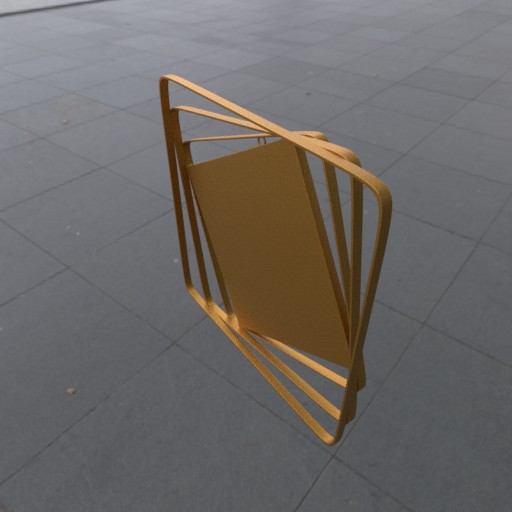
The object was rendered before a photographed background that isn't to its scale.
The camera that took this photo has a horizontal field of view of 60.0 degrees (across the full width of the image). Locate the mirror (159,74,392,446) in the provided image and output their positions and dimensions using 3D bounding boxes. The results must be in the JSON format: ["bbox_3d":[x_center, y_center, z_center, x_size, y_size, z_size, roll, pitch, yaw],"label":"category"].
[{"bbox_3d":[0.000,0.000,0.699,0.045,0.468,0.470,-24,44,-28],"label":"mirror"}]
